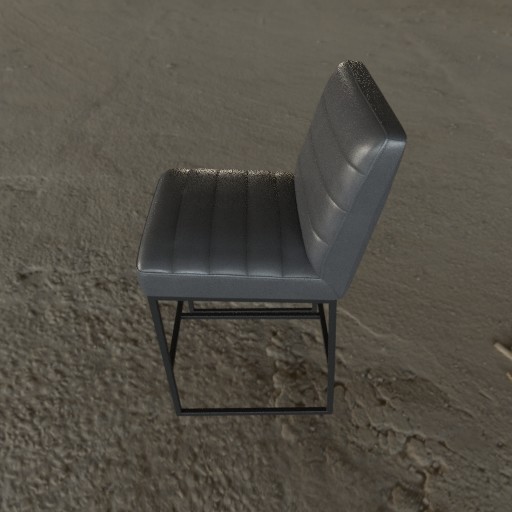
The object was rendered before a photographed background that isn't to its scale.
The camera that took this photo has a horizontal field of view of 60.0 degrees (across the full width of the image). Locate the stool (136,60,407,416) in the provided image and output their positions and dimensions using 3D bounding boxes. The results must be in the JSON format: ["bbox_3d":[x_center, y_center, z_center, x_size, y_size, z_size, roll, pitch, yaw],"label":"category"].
[{"bbox_3d":[0.000,0.000,1.246,0.552,0.938,0.457,0,41,-1],"label":"stool"}]
